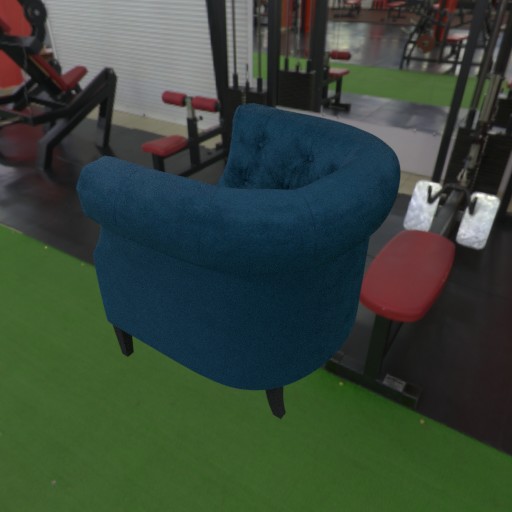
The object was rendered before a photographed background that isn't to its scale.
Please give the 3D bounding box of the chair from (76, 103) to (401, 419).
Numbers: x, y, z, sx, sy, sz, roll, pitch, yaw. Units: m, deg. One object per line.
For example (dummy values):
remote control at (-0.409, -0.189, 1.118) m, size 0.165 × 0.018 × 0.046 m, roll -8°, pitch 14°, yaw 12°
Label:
chair at (0.000, 0.000, 1.572) m, size 0.851 × 0.826 × 0.904 m, roll 21°, pitch 39°, yaw 28°
